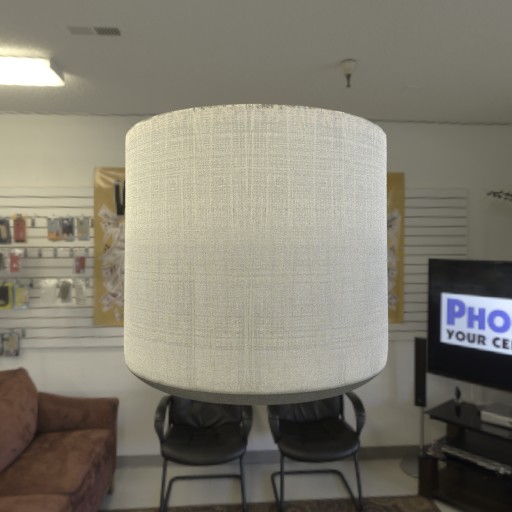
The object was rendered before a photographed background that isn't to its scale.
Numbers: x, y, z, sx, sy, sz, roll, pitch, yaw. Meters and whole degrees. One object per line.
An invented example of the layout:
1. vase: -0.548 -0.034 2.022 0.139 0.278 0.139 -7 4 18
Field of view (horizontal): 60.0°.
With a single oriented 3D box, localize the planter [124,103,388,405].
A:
1. planter: 0.000 0.000 0.394 0.226 0.201 0.226 0 1 0
